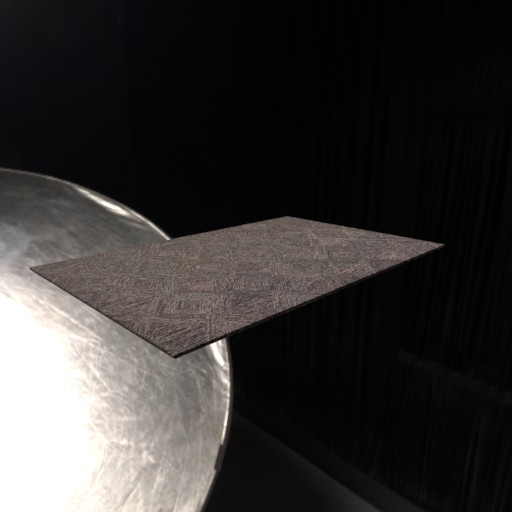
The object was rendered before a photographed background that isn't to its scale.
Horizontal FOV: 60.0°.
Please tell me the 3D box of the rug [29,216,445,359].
[{"bbox_3d":[0.000,0.000,2.888,2.298,0.017,1.501,-15,22,-42],"label":"rug"}]
